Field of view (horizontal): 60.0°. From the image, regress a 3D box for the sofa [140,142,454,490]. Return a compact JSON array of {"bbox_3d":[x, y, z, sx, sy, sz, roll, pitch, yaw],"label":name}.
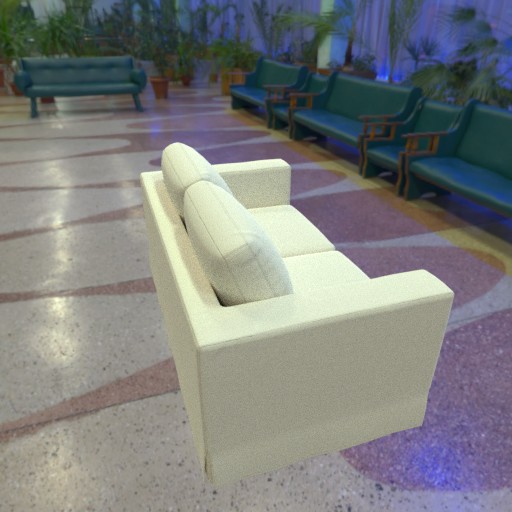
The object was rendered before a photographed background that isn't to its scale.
[{"bbox_3d":[0.000,0.000,2.357,1.009,0.932,1.813,-9,30,-16],"label":"sofa"}]
